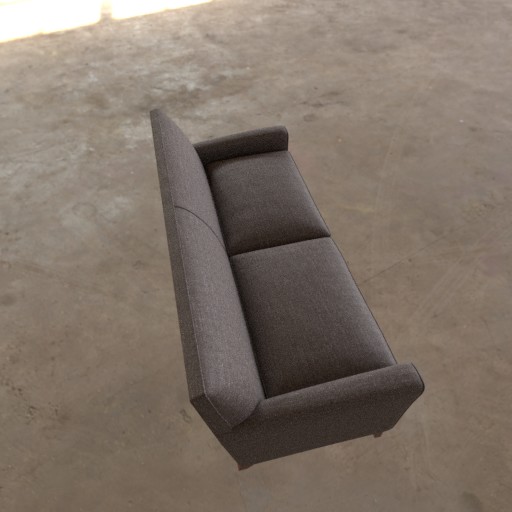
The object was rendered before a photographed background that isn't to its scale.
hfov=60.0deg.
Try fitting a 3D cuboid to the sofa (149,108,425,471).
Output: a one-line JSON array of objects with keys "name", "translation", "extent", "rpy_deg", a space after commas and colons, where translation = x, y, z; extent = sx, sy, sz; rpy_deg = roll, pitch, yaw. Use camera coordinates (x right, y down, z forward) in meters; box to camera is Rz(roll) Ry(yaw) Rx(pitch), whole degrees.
[{"name": "sofa", "translation": [0.000, 0.000, 2.392], "extent": [0.875, 0.846, 1.976], "rpy_deg": [-10, 47, -9]}]
